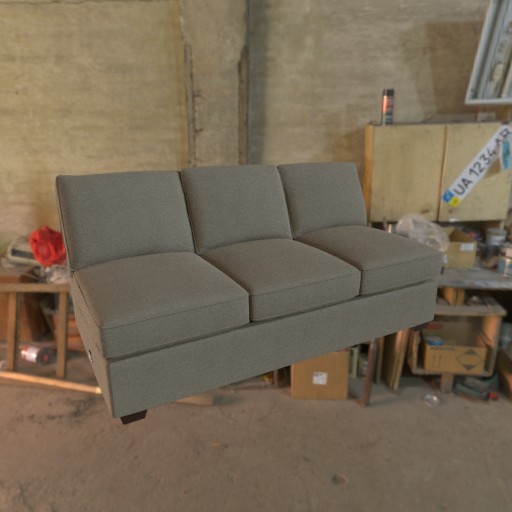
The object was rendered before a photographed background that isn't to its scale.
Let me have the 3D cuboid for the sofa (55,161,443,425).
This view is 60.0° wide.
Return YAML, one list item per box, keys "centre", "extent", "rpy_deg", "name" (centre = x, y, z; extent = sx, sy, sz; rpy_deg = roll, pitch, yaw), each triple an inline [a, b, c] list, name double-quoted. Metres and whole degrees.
- centre: [0.000, 0.000, 2.710]
  extent: [2.092, 1.036, 1.127]
  rpy_deg: [-10, 20, -28]
  name: "sofa"
